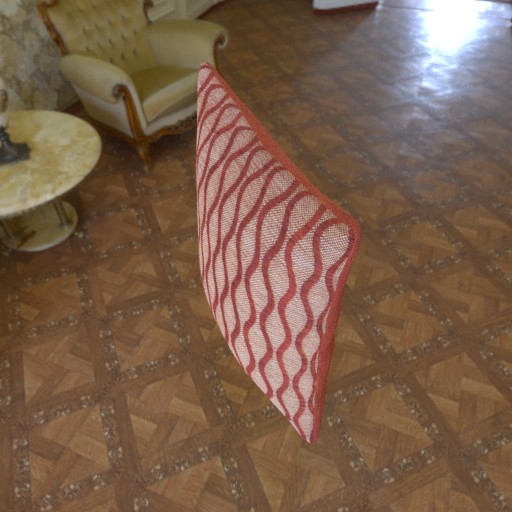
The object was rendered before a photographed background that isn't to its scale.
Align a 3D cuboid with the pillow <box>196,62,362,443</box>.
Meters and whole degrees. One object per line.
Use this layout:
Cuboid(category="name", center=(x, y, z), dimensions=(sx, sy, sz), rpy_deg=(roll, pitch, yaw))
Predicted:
Cuboid(category="pillow", center=(0.000, 0.000, 0.671), dimensions=(0.159, 0.434, 0.429), rpy_deg=(-17, 47, -17))
